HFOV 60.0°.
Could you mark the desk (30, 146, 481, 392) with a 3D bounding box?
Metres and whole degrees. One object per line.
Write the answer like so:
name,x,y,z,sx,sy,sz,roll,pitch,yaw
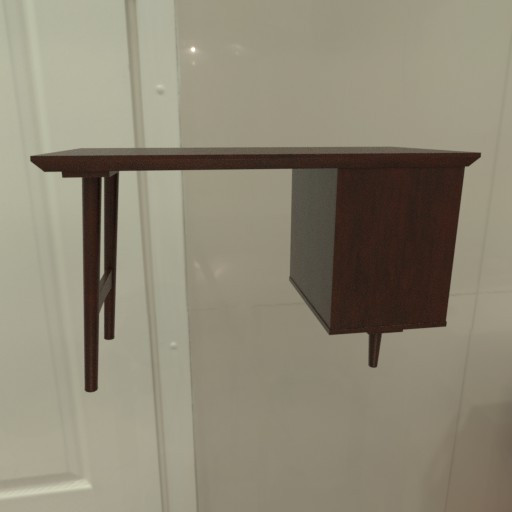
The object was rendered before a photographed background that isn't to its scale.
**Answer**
desk,0.000,0.000,1.629,1.277,0.758,0.612,-2,16,-9
